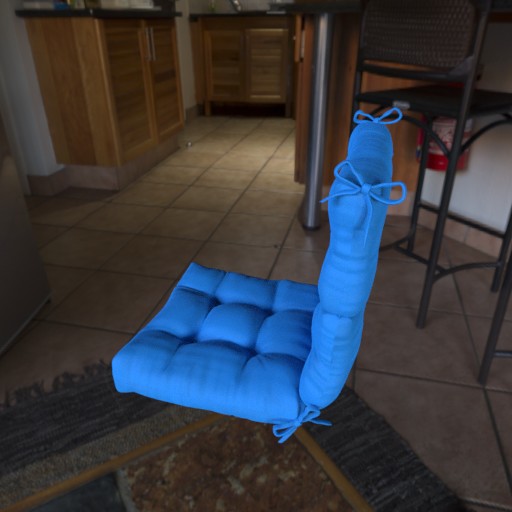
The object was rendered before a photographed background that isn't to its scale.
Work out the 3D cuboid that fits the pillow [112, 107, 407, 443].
[{"bbox_3d":[0.000,0.000,1.017,0.571,0.605,0.519,8,30,14],"label":"pillow"}]
